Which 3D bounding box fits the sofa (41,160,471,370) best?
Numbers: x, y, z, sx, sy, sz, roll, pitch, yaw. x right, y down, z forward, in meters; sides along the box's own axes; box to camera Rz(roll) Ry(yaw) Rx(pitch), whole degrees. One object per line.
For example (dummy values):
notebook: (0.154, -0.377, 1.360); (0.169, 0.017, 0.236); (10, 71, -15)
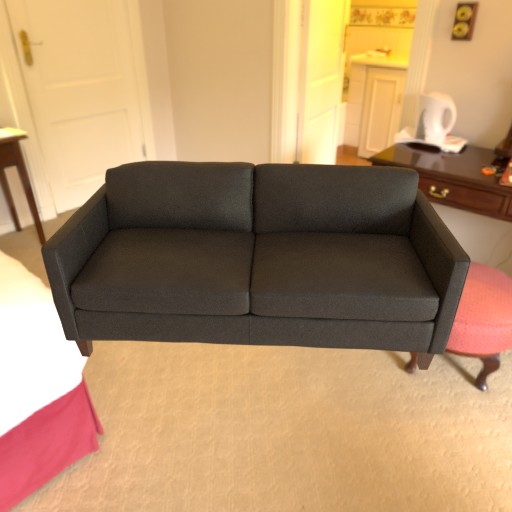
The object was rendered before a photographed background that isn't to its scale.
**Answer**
sofa: (0.000, 0.000, 2.468); (1.971, 0.863, 0.933); (2, 30, 3)
